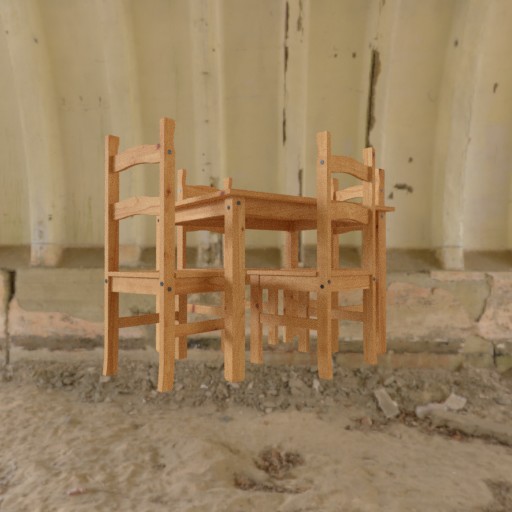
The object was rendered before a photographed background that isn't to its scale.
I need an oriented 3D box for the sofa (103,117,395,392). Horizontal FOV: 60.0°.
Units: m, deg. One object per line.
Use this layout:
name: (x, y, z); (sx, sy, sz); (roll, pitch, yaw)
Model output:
sofa: (0.000, 0.000, 2.270); (1.529, 1.000, 1.144); (0, -1, -36)
